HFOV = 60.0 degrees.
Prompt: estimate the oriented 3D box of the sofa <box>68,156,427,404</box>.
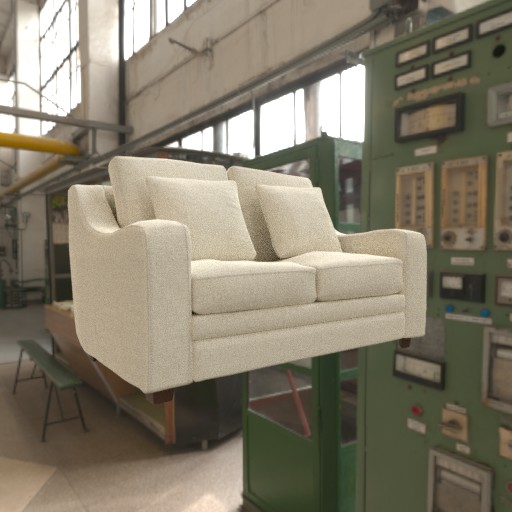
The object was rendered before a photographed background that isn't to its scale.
[{"bbox_3d":[0.000,0.000,2.404,1.744,1.047,1.040,-1,2,-36],"label":"sofa"}]
